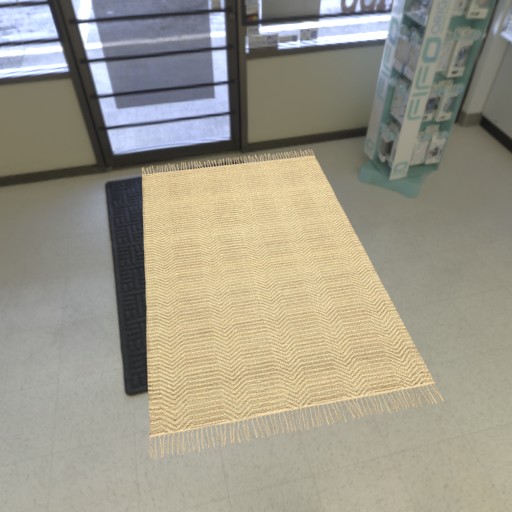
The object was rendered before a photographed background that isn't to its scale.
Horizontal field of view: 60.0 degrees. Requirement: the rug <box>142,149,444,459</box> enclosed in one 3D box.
[{"bbox_3d":[0.000,0.000,3.084,1.528,0.034,2.523,-8,46,-8],"label":"rug"}]
